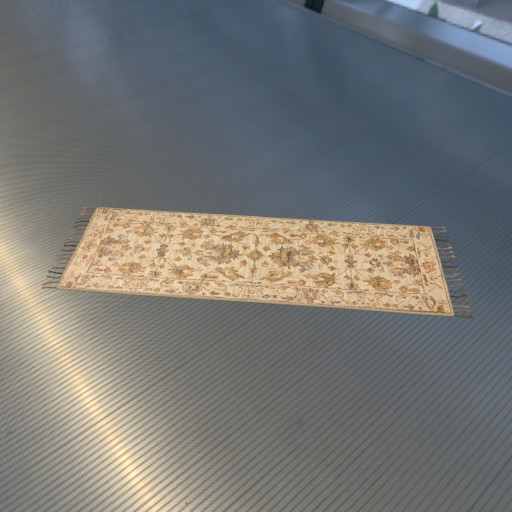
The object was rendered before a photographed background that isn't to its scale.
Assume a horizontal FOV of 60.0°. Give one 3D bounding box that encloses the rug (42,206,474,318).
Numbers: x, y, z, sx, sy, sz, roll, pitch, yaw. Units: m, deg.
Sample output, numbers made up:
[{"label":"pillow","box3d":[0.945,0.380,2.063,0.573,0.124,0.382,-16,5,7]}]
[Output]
[{"label":"rug","box3d":[0.000,0.000,2.722,2.438,0.021,0.729,4,47,3]}]
